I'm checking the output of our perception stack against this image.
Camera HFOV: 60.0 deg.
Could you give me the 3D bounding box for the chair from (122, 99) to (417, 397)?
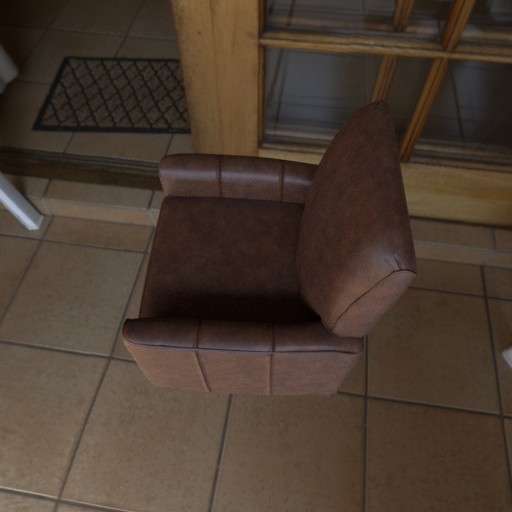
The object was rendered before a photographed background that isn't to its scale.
[{"bbox_3d":[0.000,0.000,1.657,0.850,1.010,0.839,2,58,1],"label":"chair"}]
